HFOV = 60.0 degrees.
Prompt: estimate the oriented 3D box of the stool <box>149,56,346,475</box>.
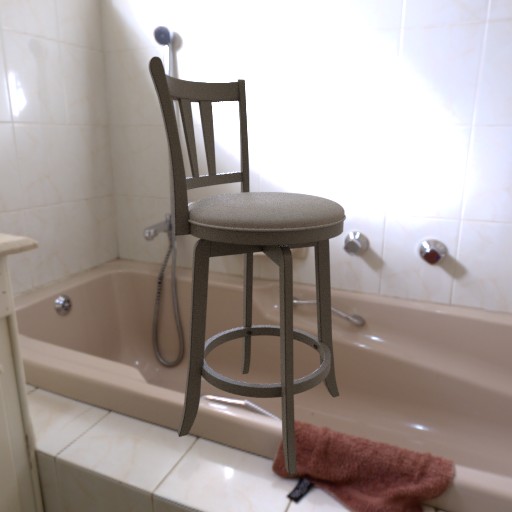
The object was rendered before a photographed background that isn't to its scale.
[{"bbox_3d":[0.000,0.000,1.246,0.486,0.994,0.450,7,16,25],"label":"stool"}]
